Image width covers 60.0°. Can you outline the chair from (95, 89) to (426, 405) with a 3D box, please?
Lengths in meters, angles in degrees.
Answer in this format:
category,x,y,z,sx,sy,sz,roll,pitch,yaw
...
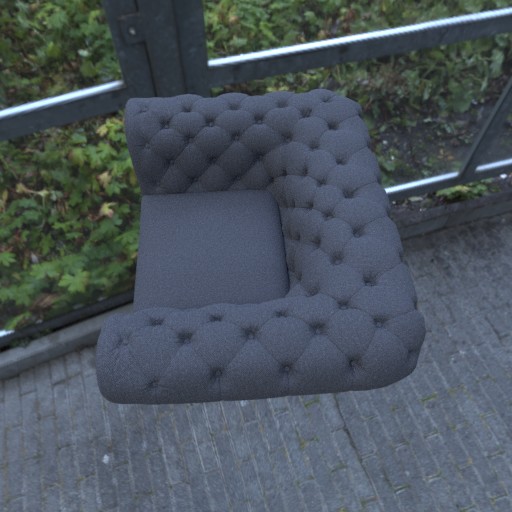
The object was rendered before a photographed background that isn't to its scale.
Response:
category,x,y,z,sx,sy,sz,roll,pitch,yaw
chair,0.000,0.000,1.826,0.976,0.770,1.270,-4,58,-2
